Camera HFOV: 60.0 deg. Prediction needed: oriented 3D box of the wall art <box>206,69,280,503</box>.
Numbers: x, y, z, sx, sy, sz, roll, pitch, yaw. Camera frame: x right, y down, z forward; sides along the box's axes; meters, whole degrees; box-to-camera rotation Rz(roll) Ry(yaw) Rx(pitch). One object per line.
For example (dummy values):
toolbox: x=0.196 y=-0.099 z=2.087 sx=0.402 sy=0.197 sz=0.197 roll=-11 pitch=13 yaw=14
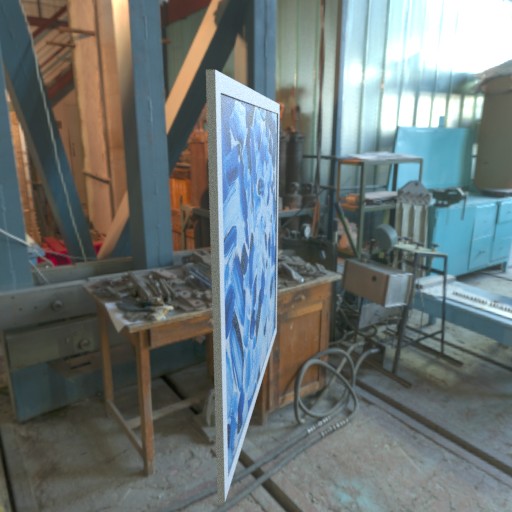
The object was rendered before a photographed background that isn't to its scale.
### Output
wall art: x=0.000 y=0.000 z=1.174 sx=0.015 sy=0.812 sz=0.812 roll=3 pitch=15 yaw=10
